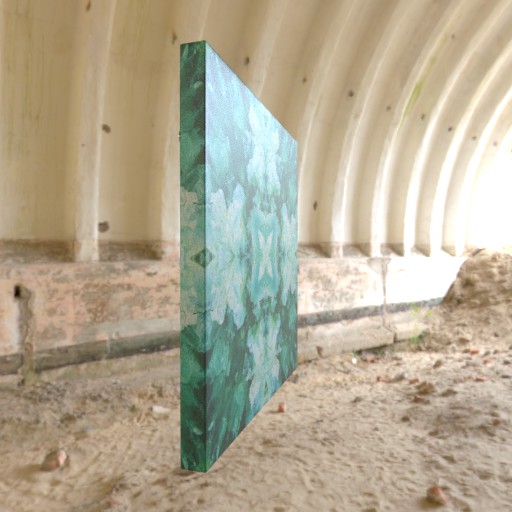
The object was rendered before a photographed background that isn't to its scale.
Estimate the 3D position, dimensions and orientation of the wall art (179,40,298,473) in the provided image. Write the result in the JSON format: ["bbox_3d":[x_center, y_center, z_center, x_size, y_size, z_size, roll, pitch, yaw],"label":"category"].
[{"bbox_3d":[0.000,0.000,0.763,0.038,0.508,0.507,0,0,18],"label":"wall art"}]
